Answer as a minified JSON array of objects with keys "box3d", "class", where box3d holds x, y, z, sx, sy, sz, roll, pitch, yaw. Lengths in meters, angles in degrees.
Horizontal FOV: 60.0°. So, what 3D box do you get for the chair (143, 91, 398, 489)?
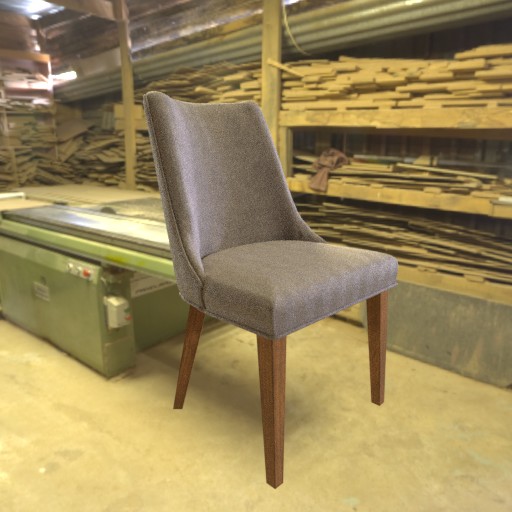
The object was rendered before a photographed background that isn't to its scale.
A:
[{"box3d":[0.000,0.000,1.300,0.636,0.916,0.548,13,19,43],"class":"chair"}]
